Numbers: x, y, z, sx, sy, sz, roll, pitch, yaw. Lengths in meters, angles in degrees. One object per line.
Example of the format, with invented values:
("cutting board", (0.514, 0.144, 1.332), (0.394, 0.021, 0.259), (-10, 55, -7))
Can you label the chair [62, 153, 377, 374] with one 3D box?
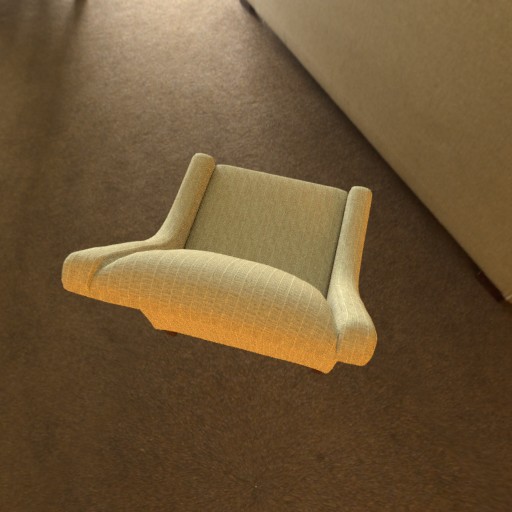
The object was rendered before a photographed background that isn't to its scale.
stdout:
("chair", (0.000, 0.000, 1.623), (0.774, 1.014, 0.870), (13, 63, 7))
